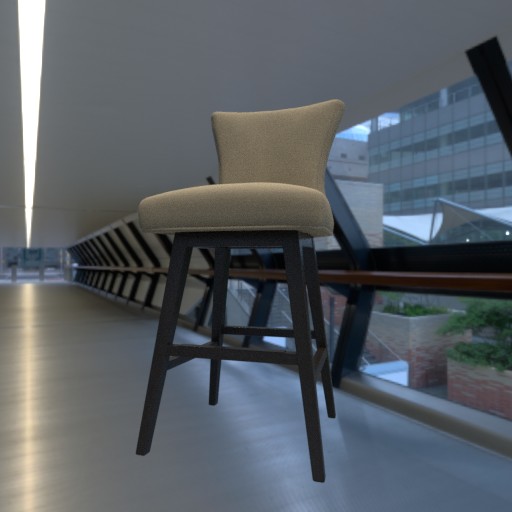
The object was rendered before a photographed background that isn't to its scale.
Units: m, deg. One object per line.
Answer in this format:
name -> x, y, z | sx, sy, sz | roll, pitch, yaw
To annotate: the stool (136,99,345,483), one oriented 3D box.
stool -> 0.000, 0.000, 1.396 | 0.514, 1.086, 0.574 | 0, 0, 17
